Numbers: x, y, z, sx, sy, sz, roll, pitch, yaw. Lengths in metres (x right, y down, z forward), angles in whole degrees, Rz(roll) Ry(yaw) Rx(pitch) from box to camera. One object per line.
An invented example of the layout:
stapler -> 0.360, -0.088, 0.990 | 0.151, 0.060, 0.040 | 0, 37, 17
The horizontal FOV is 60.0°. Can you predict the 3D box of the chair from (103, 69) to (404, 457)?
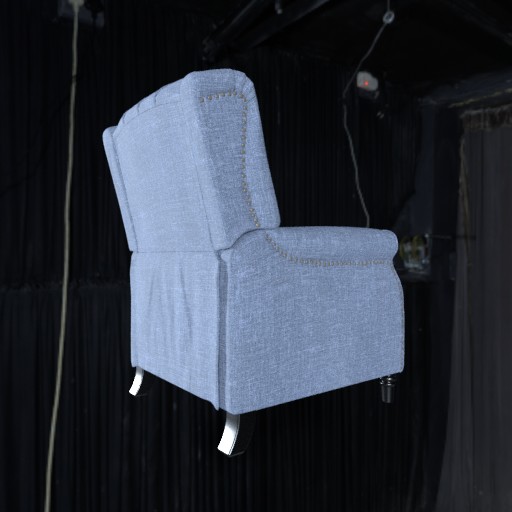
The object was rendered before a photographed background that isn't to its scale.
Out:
chair -> 0.000, 0.000, 1.596 | 0.898, 1.035, 0.742 | 0, 0, -37
